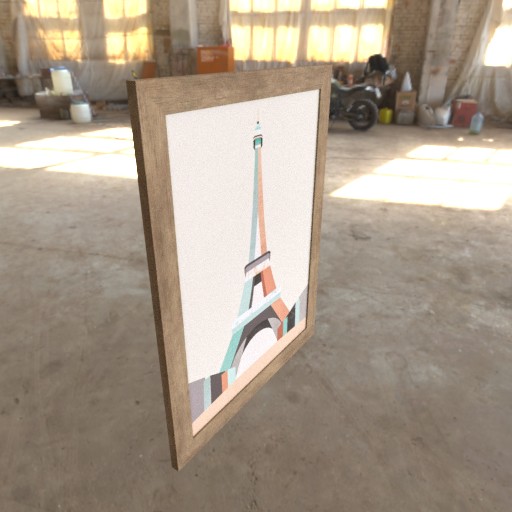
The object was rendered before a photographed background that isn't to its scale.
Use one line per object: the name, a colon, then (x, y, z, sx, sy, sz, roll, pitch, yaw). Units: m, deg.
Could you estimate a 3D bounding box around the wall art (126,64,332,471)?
wall art: (0.000, 0.000, 0.886, 0.018, 0.686, 0.534, 17, 31, 31)
